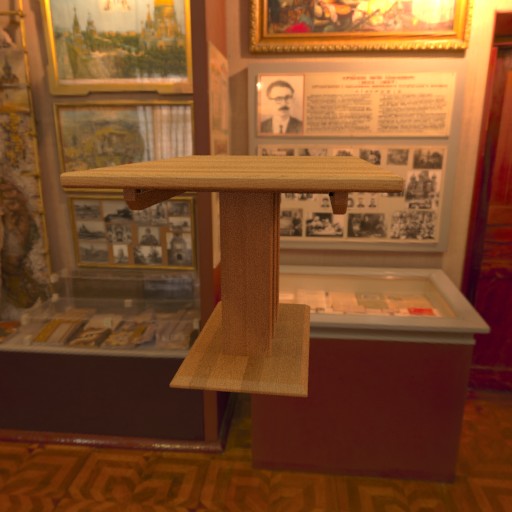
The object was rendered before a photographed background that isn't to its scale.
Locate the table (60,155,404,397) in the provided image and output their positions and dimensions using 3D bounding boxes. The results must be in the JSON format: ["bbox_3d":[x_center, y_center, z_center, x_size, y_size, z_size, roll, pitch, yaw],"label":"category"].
[{"bbox_3d":[0.000,0.000,1.853,0.900,0.770,1.300,2,15,7],"label":"table"}]
